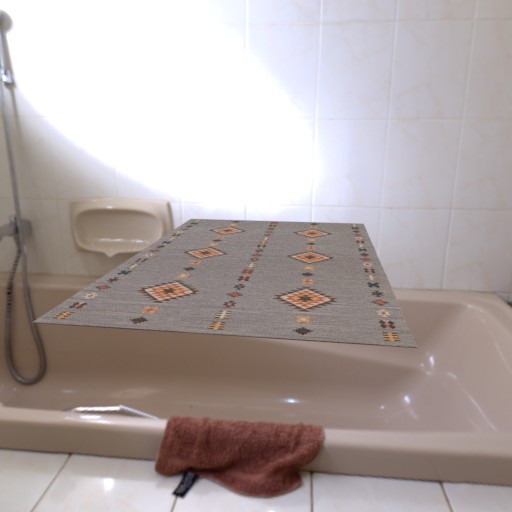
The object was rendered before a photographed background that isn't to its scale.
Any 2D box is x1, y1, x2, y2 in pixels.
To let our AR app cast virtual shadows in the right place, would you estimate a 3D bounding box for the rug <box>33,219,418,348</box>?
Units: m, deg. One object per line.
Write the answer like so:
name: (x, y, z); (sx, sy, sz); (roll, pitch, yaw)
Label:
rug: (0.000, 0.000, 2.237); (1.217, 0.005, 1.818); (2, 16, 8)
